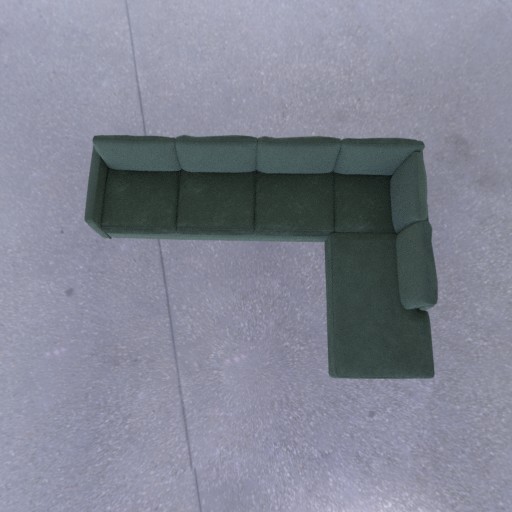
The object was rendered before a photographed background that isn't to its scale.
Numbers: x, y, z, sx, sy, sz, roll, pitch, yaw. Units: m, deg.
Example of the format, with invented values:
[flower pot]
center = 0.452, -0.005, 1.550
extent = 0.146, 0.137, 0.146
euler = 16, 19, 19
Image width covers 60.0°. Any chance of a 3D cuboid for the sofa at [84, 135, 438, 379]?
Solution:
[sofa]
center = 0.000, 0.000, 3.234
extent = 2.486, 0.687, 1.707
euler = 1, 76, 0
